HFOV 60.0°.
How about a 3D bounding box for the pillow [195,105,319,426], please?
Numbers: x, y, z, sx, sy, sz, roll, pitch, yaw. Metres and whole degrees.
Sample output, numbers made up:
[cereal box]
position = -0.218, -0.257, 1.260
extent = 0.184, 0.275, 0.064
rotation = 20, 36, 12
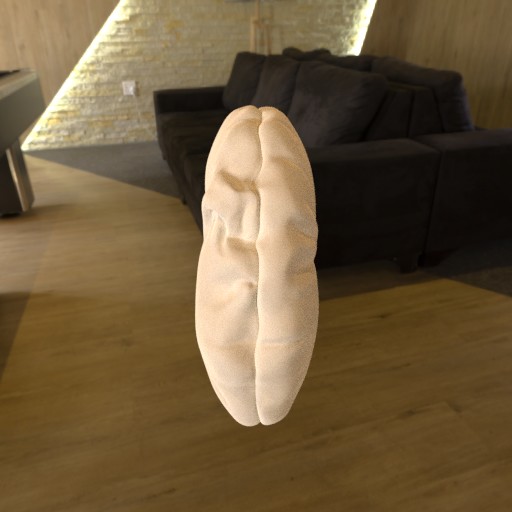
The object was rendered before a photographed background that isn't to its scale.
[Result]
[pillow]
position = 0.000, 0.000, 0.635
extent = 0.148, 0.407, 0.428
rotation = 0, 27, -1
